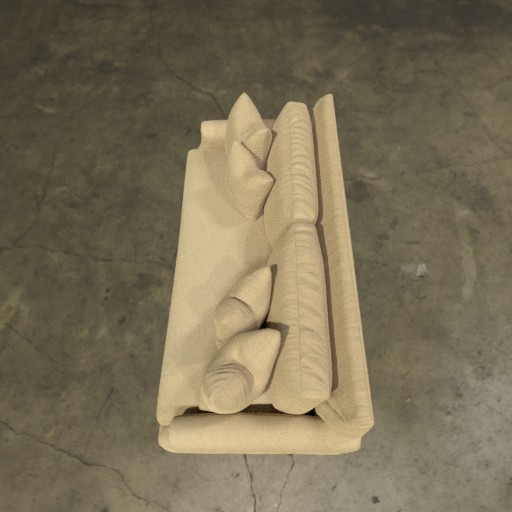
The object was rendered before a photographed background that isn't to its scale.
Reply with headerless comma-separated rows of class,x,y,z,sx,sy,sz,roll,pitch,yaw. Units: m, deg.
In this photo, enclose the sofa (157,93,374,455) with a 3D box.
sofa,0.000,0.000,2.771,1.067,0.904,2.285,0,58,0
